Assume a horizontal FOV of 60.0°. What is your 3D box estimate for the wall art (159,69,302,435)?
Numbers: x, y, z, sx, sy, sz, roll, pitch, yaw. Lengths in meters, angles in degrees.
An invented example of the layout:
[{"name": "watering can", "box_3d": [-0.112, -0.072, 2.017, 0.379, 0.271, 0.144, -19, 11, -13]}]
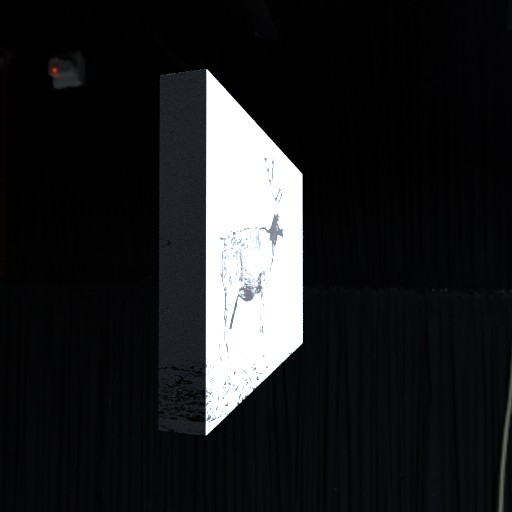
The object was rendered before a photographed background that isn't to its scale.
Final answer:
[{"name": "wall art", "box_3d": [0.000, 0.000, 0.501, 0.038, 0.259, 0.381, 0, -1, 16]}]
